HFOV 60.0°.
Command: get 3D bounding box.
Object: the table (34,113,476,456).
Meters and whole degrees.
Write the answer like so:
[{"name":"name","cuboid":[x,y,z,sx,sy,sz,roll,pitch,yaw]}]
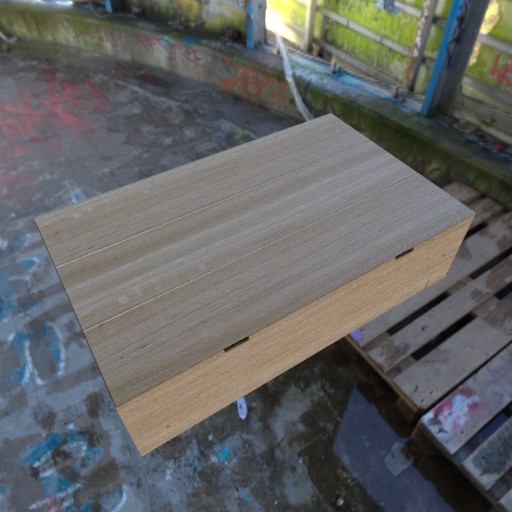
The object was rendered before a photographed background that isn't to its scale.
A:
[{"name":"table","cuboid":[0.000,0.000,1.430,1.110,0.353,0.678,-25,52,-21]}]
